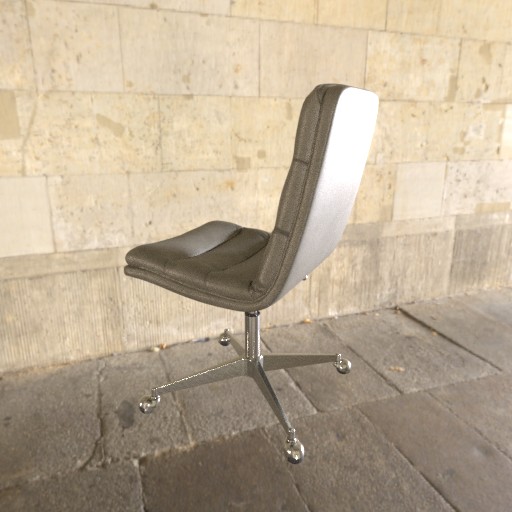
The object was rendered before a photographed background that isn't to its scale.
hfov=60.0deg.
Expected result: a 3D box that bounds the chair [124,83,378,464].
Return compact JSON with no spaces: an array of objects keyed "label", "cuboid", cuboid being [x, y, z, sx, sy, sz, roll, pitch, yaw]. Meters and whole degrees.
[{"label":"chair","cuboid":[0.000,0.000,1.048,0.485,0.738,0.422,7,18,24]}]
